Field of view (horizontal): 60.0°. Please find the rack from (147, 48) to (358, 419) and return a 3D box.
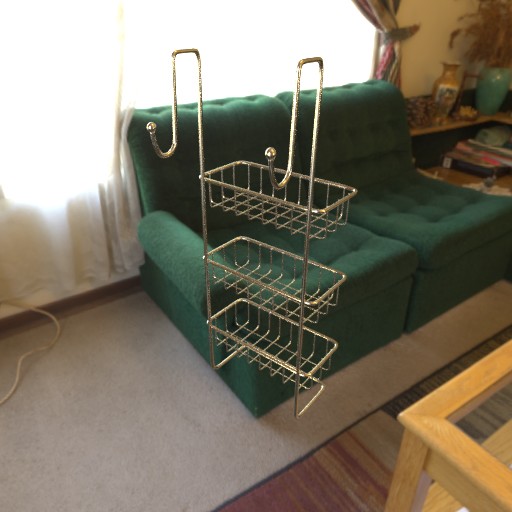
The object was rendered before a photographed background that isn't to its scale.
[{"bbox_3d":[0.000,0.000,0.682,0.228,0.574,0.202,21,35,33],"label":"rack"}]
